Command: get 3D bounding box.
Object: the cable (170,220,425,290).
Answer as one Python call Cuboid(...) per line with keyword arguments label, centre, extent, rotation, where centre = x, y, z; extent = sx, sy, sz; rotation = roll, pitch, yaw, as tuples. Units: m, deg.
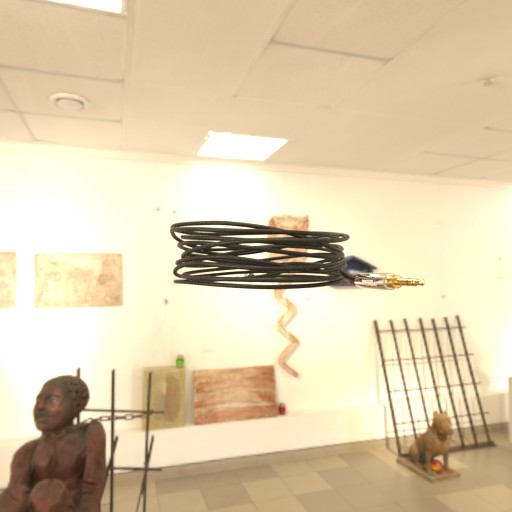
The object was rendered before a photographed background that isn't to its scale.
Cuboid(label="cable", centre=(0.000, 0.000, 0.500), extent=(0.198, 0.069, 0.432), rotation=(1, -2, -18))
